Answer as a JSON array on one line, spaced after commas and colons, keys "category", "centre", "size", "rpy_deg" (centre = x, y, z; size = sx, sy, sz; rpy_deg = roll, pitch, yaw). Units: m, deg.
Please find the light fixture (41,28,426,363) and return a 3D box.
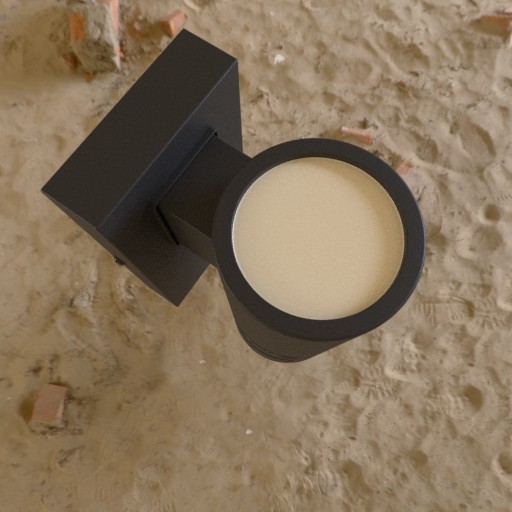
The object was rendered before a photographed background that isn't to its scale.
[{"category": "light fixture", "centre": [0.000, 0.000, 0.256], "size": [0.138, 0.179, 0.098], "rpy_deg": [33, 77, 9]}]
